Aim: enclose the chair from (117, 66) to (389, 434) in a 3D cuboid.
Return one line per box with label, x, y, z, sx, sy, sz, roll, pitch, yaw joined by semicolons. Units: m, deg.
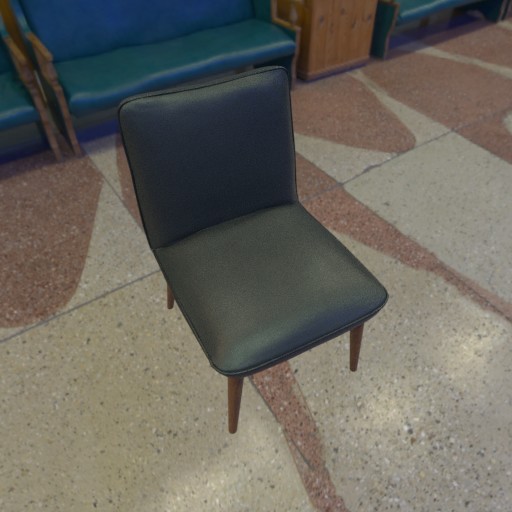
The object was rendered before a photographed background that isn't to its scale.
chair;0.000;0.000;1.263;0.543;0.801;0.645;-24;50;-22
